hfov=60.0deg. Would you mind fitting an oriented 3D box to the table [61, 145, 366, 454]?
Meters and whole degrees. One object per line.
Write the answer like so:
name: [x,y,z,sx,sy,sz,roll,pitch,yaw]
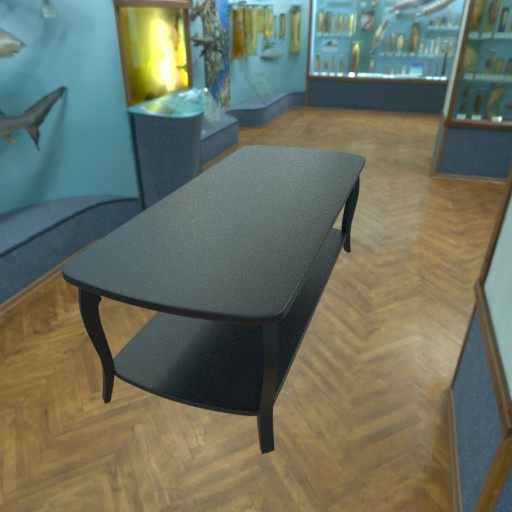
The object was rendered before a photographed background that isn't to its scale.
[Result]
table: [0.000,0.000,1.600,0.571,0.457,1.333,10,30,18]
